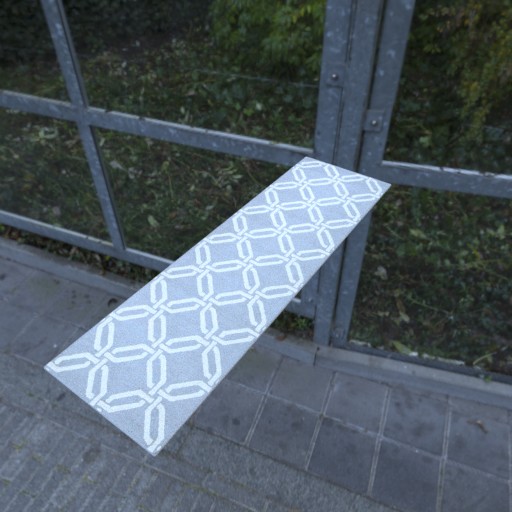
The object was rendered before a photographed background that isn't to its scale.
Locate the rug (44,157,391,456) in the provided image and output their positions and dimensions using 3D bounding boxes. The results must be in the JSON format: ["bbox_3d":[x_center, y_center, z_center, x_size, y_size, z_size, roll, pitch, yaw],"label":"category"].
[{"bbox_3d":[0.000,0.000,2.488,0.678,0.014,2.276,25,47,25],"label":"rug"}]
